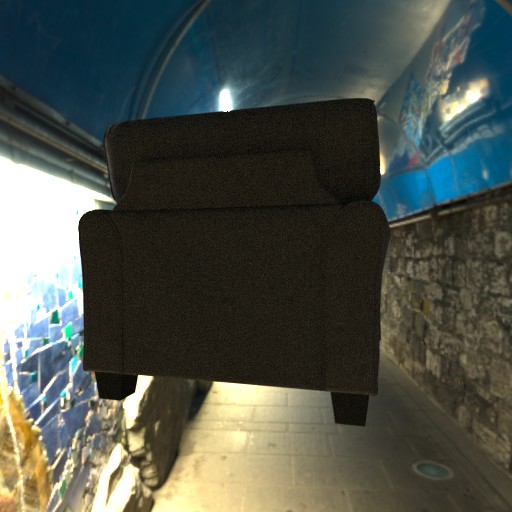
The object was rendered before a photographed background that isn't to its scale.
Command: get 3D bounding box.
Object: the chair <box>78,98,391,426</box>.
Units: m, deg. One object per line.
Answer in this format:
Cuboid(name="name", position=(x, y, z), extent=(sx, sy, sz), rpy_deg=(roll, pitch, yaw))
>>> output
Cuboid(name="chair", position=(0.000, 0.000, 1.611), extent=(0.941, 0.890, 0.816), rpy_deg=(0, 0, 17))
